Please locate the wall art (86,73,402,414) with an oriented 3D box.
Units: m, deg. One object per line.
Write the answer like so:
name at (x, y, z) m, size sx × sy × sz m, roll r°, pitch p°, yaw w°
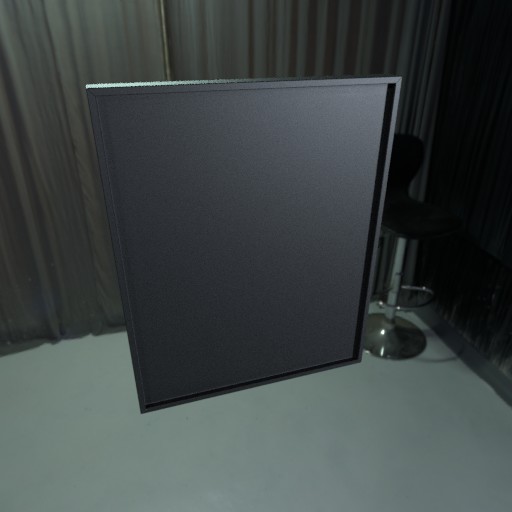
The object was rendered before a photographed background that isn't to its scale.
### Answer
wall art at (0.000, 0.000, 0.748) m, size 0.449 × 0.555 × 0.039 m, roll -9°, pitch 29°, yaw -16°
